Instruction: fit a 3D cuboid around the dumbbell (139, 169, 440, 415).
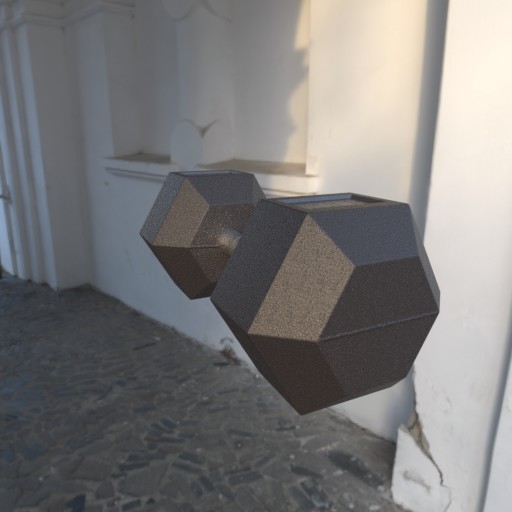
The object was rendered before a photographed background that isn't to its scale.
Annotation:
[{"bbox_3d":[0.000,0.000,0.461,0.173,0.150,0.384,-8,17,-25],"label":"dumbbell"}]
